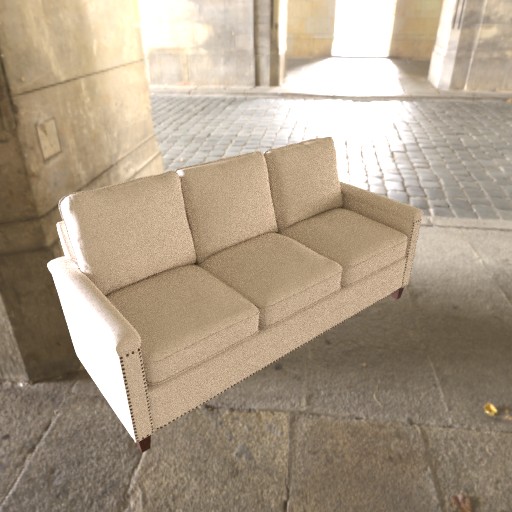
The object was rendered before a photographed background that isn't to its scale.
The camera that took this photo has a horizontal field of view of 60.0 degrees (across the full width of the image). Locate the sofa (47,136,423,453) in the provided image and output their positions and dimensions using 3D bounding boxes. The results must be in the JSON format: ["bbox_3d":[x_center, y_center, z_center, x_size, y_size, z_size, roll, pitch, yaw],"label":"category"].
[{"bbox_3d":[0.000,0.000,2.418,1.925,0.961,0.828,-22,36,-33],"label":"sofa"}]
